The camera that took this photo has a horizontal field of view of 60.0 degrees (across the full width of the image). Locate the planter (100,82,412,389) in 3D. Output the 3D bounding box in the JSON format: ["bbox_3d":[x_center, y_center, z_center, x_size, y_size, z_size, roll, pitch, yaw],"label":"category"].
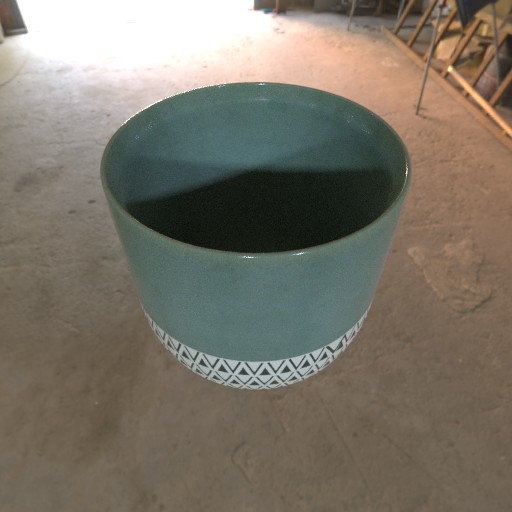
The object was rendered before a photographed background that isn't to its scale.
[{"bbox_3d":[0.000,0.000,0.484,0.266,0.270,0.266,0,46,0],"label":"planter"}]
